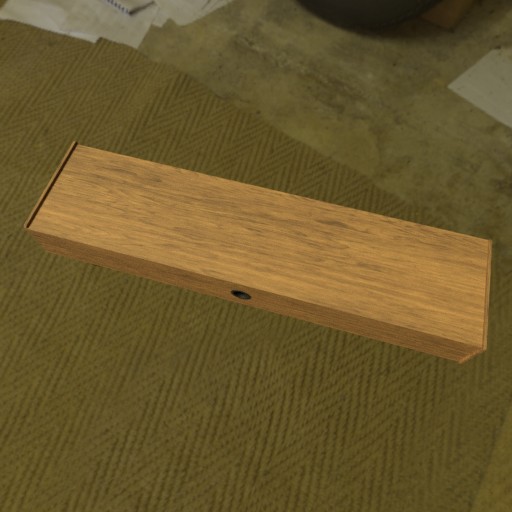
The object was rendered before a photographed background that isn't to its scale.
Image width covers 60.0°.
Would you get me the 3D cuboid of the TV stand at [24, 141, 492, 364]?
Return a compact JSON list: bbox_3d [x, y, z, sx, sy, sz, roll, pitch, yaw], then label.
[{"bbox_3d":[0.000,0.000,1.933,1.796,0.415,0.467,14,65,7],"label":"TV stand"}]
